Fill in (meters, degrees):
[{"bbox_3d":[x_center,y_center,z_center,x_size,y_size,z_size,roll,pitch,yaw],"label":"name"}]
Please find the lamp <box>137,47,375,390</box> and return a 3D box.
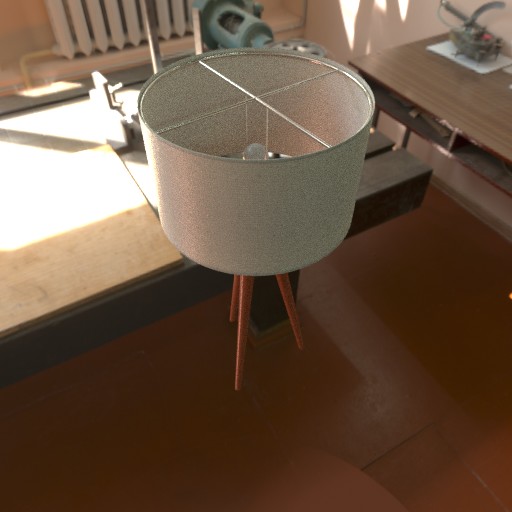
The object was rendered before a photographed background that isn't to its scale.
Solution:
[{"bbox_3d":[0.000,0.000,0.925,0.354,0.709,0.355,3,46,3],"label":"lamp"}]
